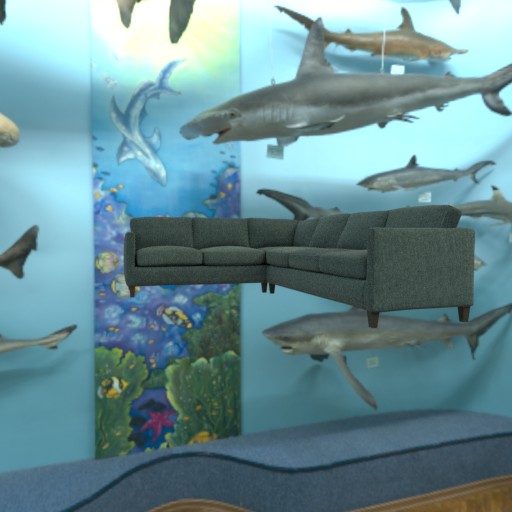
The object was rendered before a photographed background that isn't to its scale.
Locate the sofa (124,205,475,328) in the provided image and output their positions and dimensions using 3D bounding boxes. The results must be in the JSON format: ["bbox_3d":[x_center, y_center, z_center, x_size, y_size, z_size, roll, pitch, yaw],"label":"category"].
[{"bbox_3d":[0.000,0.000,4.568,2.593,0.947,3.302,-1,2,-17],"label":"sofa"}]
